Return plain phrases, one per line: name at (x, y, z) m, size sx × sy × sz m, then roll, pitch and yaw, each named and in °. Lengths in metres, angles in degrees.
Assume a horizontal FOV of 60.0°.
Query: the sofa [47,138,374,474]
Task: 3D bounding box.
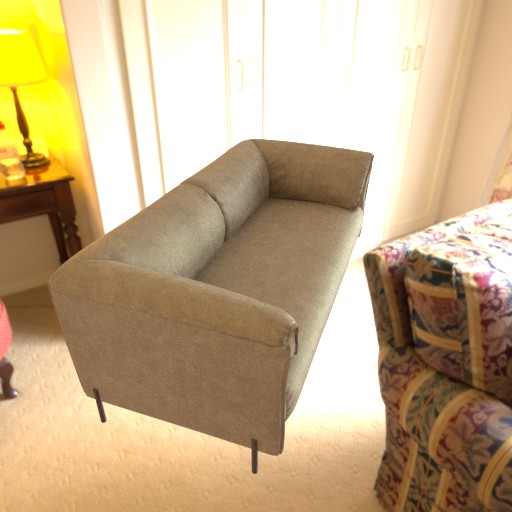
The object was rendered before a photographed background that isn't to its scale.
sofa at (0.000, 0.000, 2.308) m, size 0.905 × 0.747 × 1.878 m, roll 10°, pitch 31°, yaw 17°
